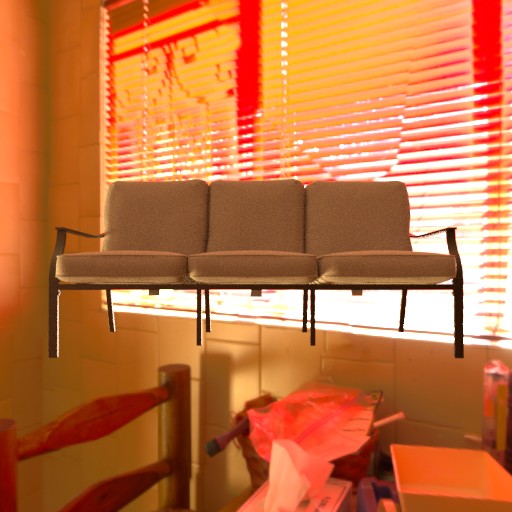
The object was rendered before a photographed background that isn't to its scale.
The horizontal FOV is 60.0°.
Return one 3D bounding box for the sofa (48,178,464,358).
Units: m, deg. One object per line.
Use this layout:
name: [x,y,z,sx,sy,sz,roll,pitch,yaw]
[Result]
sofa: [0.000,0.000,2.191,1.740,0.860,0.787,0,0,0]
